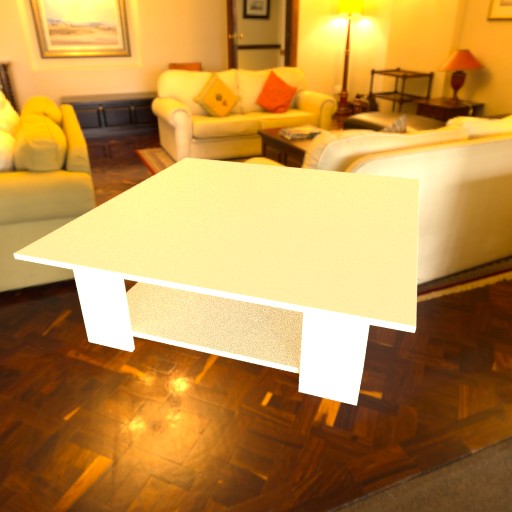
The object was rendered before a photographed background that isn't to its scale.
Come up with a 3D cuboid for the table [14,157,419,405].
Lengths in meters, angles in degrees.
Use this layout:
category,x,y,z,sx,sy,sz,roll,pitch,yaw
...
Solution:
category,x,y,z,sx,sy,sz,roll,pitch,yaw
table,0.000,0.000,1.348,0.890,0.305,0.890,9,29,16
